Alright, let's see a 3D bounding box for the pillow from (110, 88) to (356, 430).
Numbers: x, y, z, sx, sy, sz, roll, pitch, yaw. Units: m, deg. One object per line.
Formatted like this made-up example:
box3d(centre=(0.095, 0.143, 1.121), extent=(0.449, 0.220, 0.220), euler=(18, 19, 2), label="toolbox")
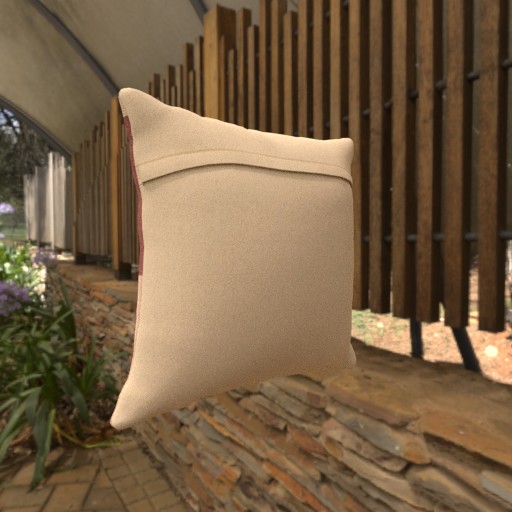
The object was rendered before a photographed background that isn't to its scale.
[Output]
box3d(centre=(0.000, 0.000, 0.807), extent=(0.536, 0.506, 0.229), euler=(-2, 3, -37), label="pillow")
